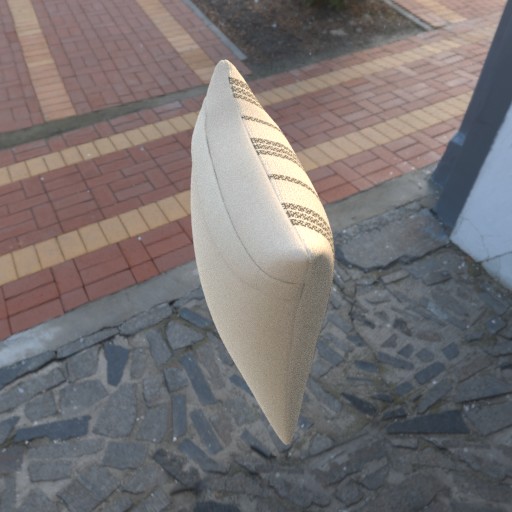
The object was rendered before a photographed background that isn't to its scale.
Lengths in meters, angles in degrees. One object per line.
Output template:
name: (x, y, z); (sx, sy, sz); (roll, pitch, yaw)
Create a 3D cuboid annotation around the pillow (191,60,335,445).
pillow: (0.000, 0.000, 0.645); (0.173, 0.406, 0.405); (-10, 47, -9)
